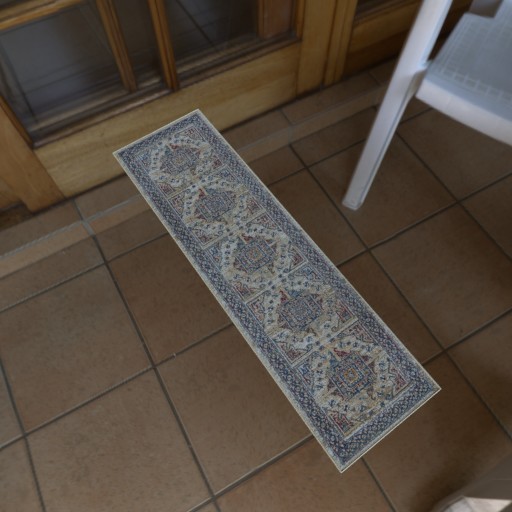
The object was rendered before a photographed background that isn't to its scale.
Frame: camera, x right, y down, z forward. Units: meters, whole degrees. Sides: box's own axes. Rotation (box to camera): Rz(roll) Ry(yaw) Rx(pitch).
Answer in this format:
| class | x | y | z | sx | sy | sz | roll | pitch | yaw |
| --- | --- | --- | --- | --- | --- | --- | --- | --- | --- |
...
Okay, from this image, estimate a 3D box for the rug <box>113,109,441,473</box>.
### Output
| class | x | y | z | sx | sy | sz | roll | pitch | yaw |
| --- | --- | --- | --- | --- | --- | --- | --- | --- | --- |
| rug | 0.000 | 0.000 | 2.562 | 0.661 | 0.013 | 2.297 | -33 | 68 | -15 |
